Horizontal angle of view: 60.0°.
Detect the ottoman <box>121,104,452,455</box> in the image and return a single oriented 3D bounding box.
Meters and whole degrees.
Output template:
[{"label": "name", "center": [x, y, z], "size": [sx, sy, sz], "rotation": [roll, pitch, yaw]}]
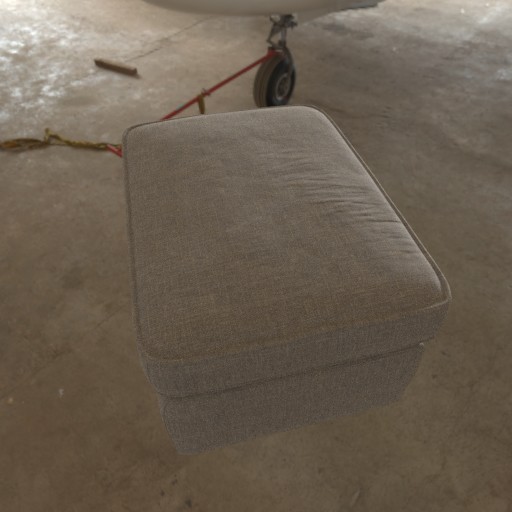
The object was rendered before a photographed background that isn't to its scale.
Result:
[{"label": "ottoman", "center": [0.000, 0.000, 1.093], "size": [0.559, 0.457, 0.762], "rotation": [-10, 47, -10]}]
